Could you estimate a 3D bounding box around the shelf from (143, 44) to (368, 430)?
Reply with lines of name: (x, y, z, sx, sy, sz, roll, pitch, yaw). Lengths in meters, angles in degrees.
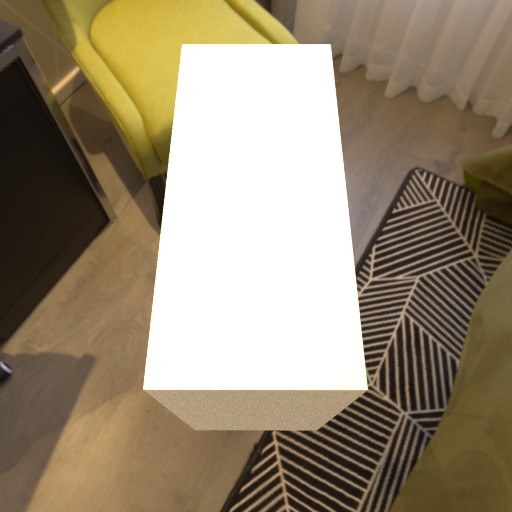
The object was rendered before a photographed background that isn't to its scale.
shelf: (0.000, 0.000, 1.309, 0.396, 0.732, 0.895, 0, 63, 0)
